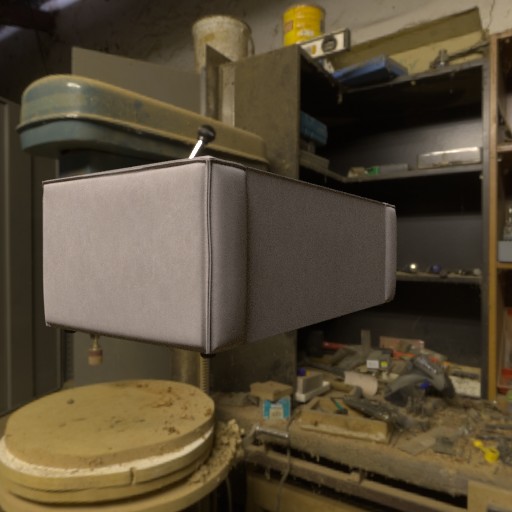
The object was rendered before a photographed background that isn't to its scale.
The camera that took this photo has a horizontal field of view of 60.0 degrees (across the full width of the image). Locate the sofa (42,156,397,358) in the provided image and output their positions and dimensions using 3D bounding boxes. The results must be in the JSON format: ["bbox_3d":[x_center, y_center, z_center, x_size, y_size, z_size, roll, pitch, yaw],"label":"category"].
[{"bbox_3d":[0.000,0.000,2.496,1.038,0.680,1.995,0,1,34],"label":"sofa"}]
